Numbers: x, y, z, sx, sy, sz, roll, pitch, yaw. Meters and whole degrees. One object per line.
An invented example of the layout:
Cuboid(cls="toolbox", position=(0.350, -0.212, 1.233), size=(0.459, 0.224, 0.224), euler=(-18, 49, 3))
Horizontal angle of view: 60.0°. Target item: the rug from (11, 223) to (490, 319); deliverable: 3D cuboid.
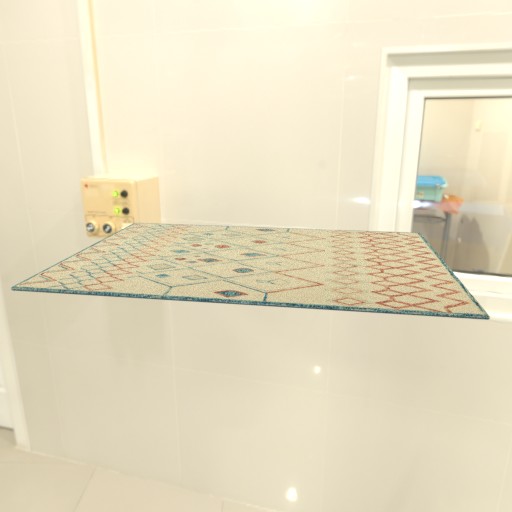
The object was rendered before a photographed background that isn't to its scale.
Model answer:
Cuboid(cls="rug", position=(0.000, 0.000, 2.240), size=(1.829, 0.016, 1.219), euler=(3, 17, 8))
